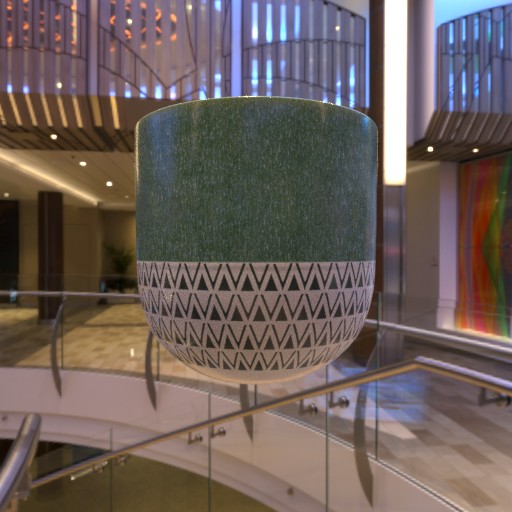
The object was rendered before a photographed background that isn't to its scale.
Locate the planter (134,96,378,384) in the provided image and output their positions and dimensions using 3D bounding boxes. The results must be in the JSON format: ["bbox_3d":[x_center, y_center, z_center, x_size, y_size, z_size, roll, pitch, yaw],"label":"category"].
[{"bbox_3d":[0.000,0.000,0.503,0.266,0.270,0.266,0,0,0],"label":"planter"}]
